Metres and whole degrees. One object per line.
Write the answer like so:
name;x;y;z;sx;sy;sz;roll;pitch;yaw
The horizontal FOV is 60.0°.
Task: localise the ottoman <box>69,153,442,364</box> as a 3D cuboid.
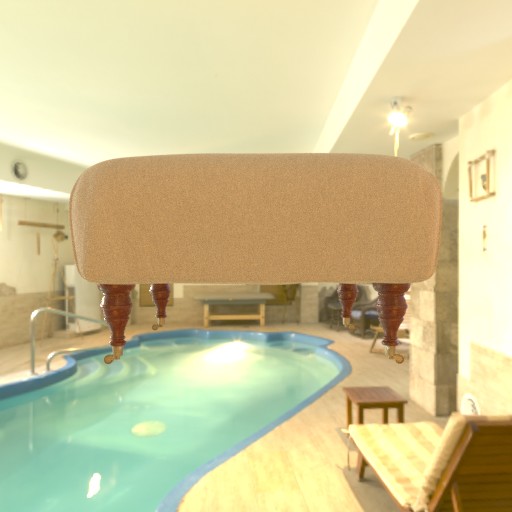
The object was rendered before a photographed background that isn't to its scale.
ottoman;0.000;0.000;1.129;0.746;0.450;0.622;0;0;0
